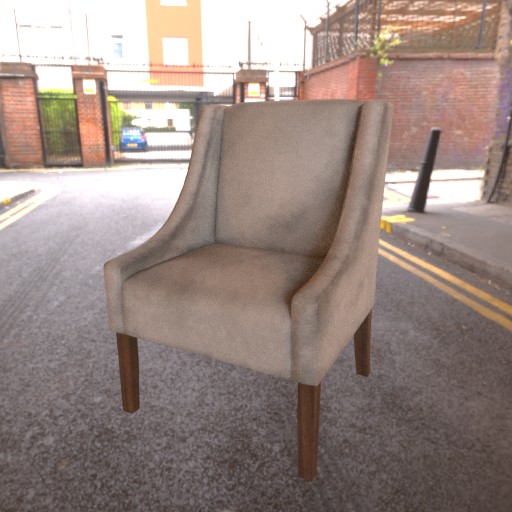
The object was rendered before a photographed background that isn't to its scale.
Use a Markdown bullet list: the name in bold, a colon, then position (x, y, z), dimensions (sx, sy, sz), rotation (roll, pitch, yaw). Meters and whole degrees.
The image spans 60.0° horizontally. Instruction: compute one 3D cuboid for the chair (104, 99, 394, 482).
- **chair**: position (0.000, 0.000, 1.311), dimensions (0.629, 0.895, 0.629), rotation (8, 18, 27)
